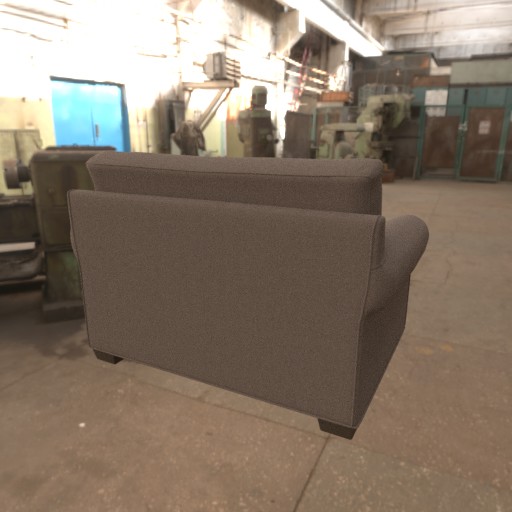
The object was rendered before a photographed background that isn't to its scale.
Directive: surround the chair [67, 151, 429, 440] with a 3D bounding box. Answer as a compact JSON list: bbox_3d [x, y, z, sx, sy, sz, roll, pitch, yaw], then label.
[{"bbox_3d":[0.000,0.000,2.011,1.390,0.930,0.930,8,18,27],"label":"chair"}]
